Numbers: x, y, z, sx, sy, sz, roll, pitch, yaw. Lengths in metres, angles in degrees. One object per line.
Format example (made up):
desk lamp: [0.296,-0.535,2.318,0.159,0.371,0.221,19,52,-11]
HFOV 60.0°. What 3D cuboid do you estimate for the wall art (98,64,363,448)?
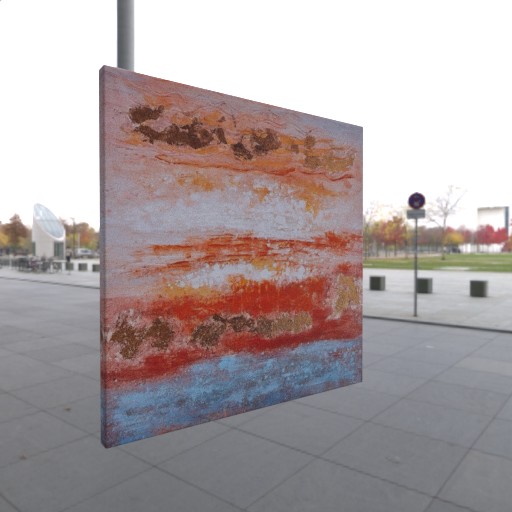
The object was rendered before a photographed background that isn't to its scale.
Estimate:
wall art: [0.000,0.000,1.089,0.747,0.747,0.035,-1,1,-36]
